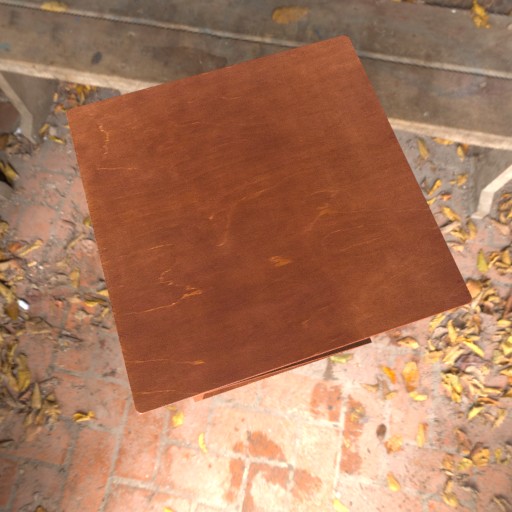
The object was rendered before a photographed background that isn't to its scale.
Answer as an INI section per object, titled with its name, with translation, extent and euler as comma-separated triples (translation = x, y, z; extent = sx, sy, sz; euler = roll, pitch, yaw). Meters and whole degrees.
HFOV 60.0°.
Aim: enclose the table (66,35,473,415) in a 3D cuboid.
[table]
translation = 0.000, 0.000, 0.835
extent = 0.427, 0.520, 0.427
euler = -17, 74, -5
